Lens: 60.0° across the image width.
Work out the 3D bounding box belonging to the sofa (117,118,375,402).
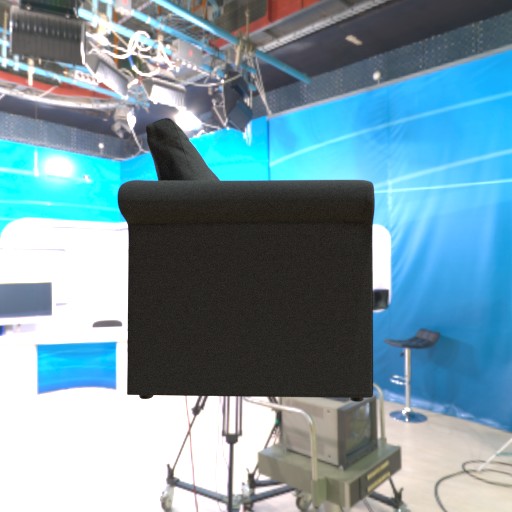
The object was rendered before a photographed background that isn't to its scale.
[{"bbox_3d":[0.000,0.000,1.980,0.741,0.872,1.460,0,-1,2],"label":"sofa"}]
